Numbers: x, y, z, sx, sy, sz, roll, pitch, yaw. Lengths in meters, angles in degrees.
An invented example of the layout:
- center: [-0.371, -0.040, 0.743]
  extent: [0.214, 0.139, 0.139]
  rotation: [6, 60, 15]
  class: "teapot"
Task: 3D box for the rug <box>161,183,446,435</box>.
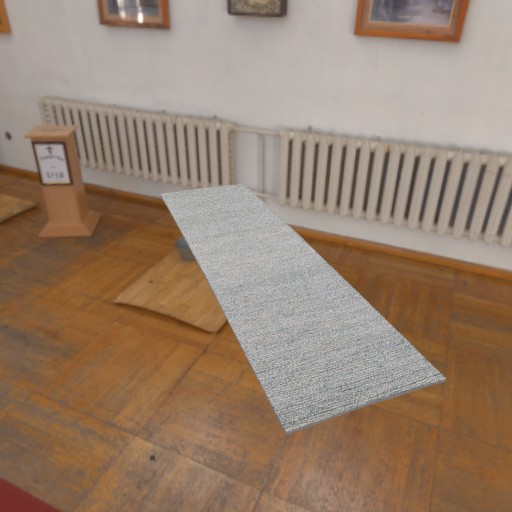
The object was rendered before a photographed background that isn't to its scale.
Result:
- center: [0.000, 0.000, 2.531]
  extent: [0.675, 0.037, 2.341]
  rotation: [-10, 31, -18]
  class: "rug"
